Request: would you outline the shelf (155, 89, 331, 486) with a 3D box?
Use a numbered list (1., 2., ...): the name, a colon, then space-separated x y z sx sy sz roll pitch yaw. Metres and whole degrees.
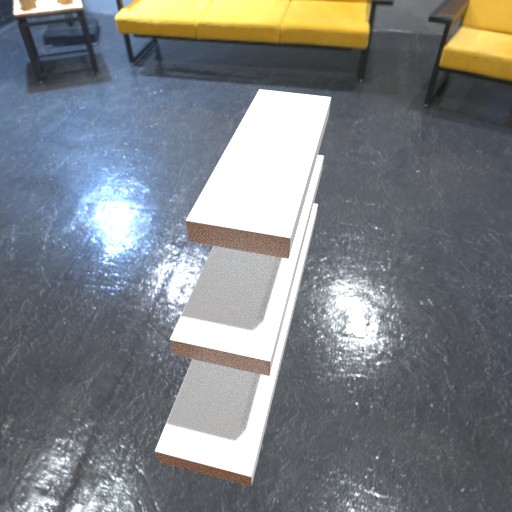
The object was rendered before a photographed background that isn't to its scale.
1. shelf: 0.000 0.000 0.741 0.140 0.293 0.610 10 46 10
